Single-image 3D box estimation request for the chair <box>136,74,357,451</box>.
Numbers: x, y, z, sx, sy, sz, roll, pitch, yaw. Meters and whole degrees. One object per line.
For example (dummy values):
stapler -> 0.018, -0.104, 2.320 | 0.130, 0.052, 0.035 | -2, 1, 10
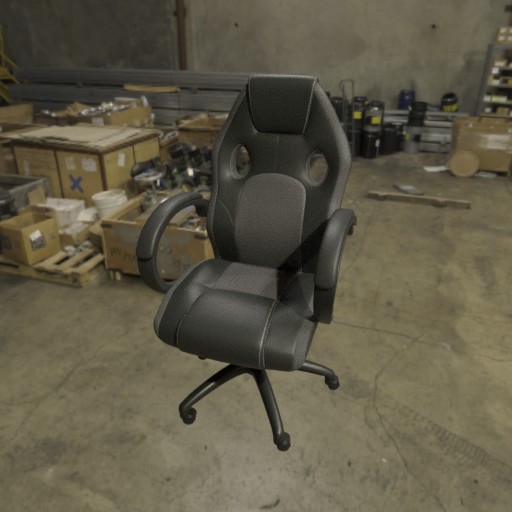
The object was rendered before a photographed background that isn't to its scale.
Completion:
chair -> 0.000, 0.000, 1.605 | 0.673, 1.187, 0.724 | 8, 26, 17
